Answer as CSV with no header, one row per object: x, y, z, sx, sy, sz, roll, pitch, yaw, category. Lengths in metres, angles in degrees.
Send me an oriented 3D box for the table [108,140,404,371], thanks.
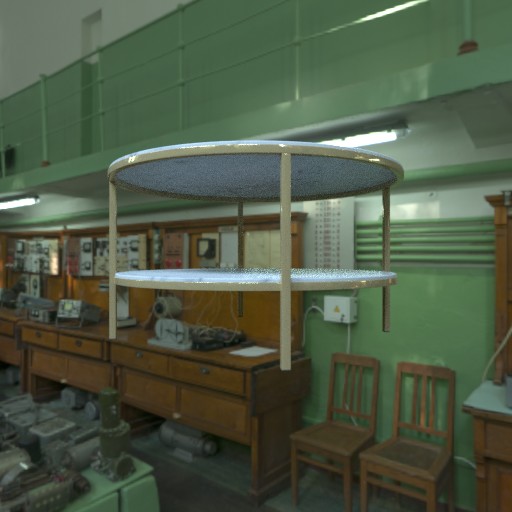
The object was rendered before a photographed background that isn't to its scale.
0.000,0.000,1.261,0.800,0.450,0.800,0,0,0,table
